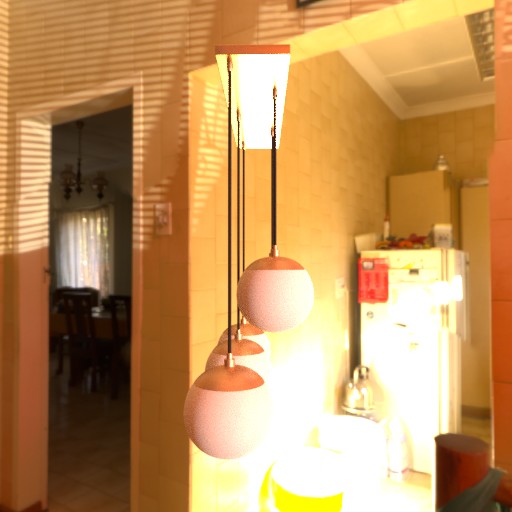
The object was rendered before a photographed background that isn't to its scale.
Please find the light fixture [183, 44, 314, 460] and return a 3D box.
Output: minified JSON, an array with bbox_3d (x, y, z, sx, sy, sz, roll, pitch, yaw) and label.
[{"bbox_3d":[0.000,0.000,1.293,0.299,0.869,0.863,0,-1,1],"label":"light fixture"}]
